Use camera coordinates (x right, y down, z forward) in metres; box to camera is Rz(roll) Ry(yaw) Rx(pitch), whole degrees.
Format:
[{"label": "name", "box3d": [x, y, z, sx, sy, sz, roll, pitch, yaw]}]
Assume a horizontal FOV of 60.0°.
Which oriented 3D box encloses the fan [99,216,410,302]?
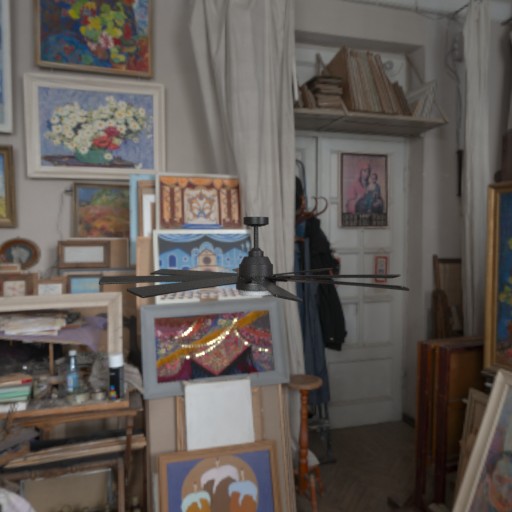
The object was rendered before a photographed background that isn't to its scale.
[{"label": "fan", "box3d": [0.000, 0.000, 2.705, 1.830, 0.472, 1.830, 2, 3, 36]}]
